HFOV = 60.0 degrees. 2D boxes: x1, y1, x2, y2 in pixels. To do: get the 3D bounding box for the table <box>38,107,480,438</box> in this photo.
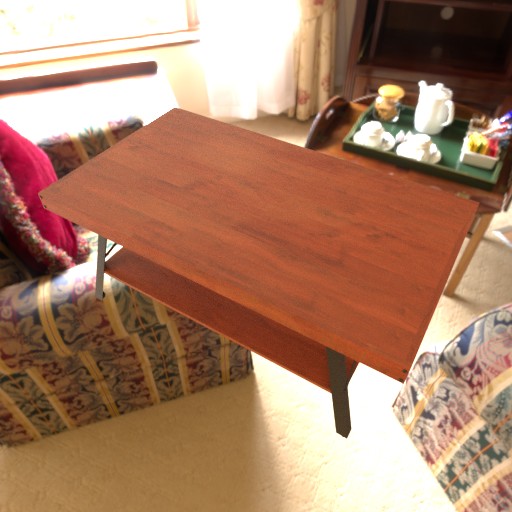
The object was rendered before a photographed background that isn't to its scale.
[{"bbox_3d":[0.000,0.000,1.392,1.067,0.457,0.610,24,50,22],"label":"table"}]
